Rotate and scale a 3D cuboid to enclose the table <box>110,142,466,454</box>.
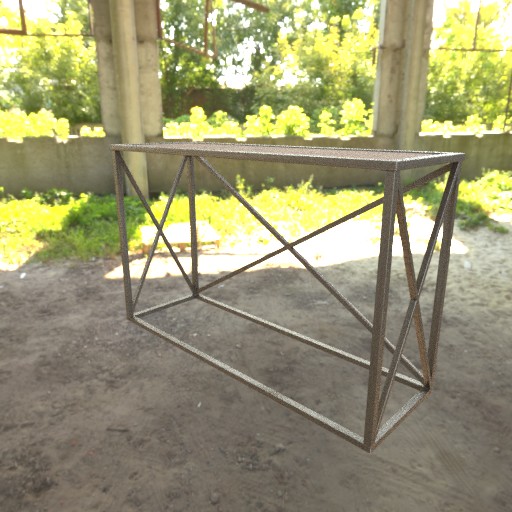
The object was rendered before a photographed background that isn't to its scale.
[{"bbox_3d":[0.000,0.000,1.590,1.216,0.753,0.402,15,22,42],"label":"table"}]
